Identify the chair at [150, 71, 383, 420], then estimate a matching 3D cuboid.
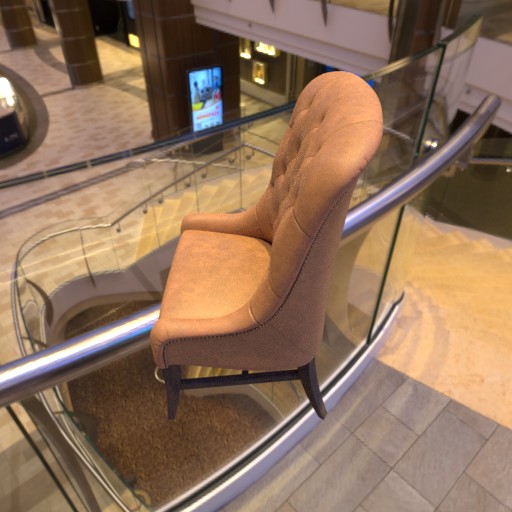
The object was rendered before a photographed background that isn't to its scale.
[{"bbox_3d":[0.000,0.000,1.470,0.629,1.091,0.634,1,40,2],"label":"chair"}]
